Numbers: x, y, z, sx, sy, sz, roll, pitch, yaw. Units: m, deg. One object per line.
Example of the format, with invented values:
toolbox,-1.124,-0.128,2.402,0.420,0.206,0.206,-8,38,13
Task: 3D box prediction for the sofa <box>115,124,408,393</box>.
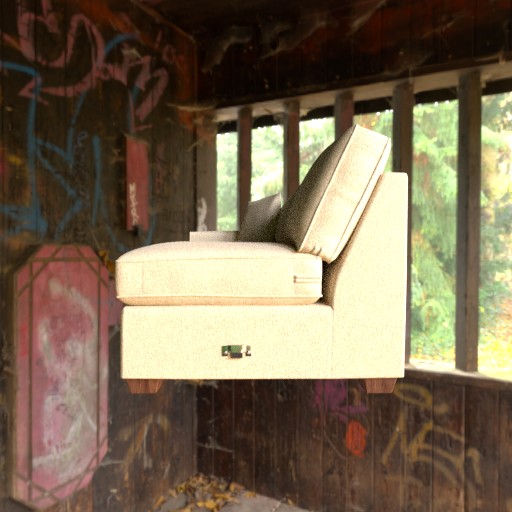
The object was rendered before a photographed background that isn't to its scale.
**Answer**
sofa,0.000,0.000,2.481,1.034,0.946,1.962,0,1,-1
